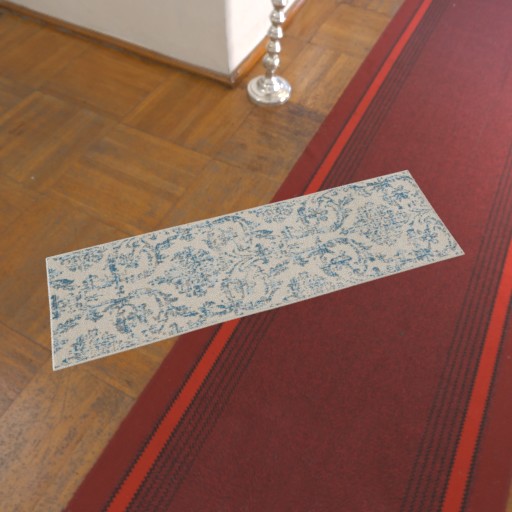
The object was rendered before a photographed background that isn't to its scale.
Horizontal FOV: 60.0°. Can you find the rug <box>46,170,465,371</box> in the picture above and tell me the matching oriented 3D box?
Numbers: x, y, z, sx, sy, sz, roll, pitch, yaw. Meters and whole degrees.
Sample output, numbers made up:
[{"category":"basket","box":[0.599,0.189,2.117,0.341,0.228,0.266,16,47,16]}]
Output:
[{"category":"rug","box":[0.000,0.000,2.424,2.196,0.011,0.662,-15,58,-9]}]
